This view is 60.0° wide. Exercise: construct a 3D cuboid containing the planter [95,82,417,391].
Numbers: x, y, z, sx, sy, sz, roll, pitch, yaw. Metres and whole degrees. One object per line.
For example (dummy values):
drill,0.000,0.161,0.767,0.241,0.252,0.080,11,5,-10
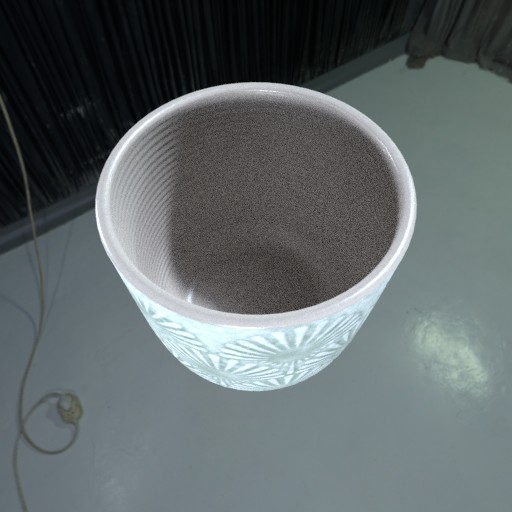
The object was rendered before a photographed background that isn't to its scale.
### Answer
planter,0.000,0.000,0.218,0.124,0.109,0.124,0,57,0
